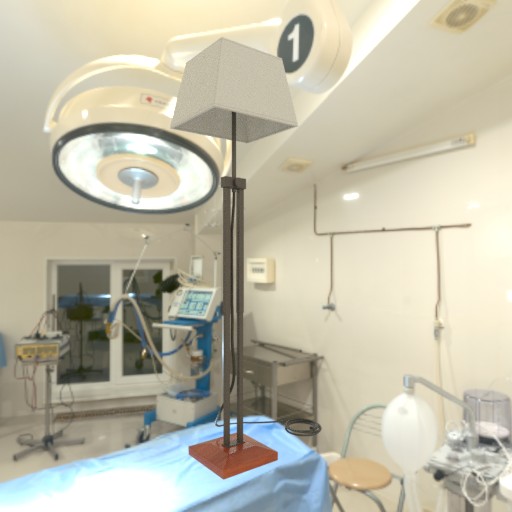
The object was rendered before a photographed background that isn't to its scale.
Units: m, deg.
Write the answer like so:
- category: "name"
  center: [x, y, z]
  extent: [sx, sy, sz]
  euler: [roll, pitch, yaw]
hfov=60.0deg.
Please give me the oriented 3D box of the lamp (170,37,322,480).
- category: "lamp"
  center: [0.000, 0.000, 2.031]
  extent: [0.745, 1.712, 0.472]
  euler: [0, 0, -37]
